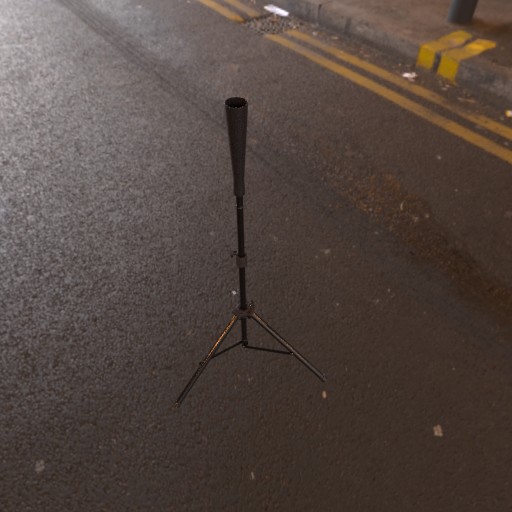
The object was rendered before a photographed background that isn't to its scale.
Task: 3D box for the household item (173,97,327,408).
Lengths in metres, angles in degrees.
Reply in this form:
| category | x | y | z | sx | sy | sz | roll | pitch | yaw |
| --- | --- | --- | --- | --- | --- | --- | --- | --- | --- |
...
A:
| category | x | y | z | sx | sy | sz | roll | pitch | yaw |
| --- | --- | --- | --- | --- | --- | --- | --- | --- | --- |
| household item | 0.000 | 0.000 | 1.396 | 0.559 | 1.067 | 0.559 | 3 | 47 | 3 |
